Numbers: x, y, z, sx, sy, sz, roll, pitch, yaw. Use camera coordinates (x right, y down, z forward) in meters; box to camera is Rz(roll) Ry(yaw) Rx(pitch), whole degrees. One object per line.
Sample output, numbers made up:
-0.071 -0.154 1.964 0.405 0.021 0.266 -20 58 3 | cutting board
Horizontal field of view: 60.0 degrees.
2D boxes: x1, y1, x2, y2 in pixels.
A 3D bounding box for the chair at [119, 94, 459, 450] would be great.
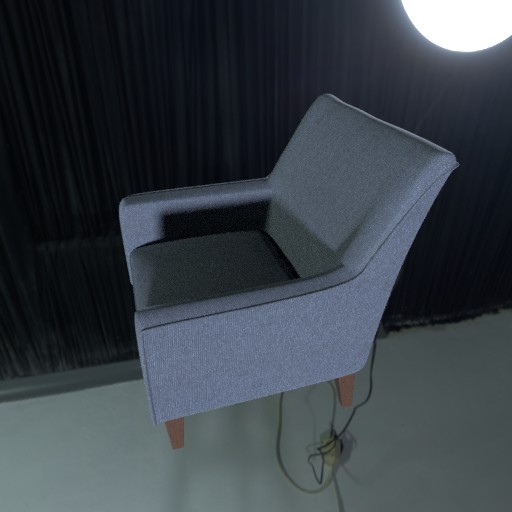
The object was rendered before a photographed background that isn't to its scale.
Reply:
0.000 0.000 1.579 0.899 0.919 0.780 -9 33 -15 | chair
